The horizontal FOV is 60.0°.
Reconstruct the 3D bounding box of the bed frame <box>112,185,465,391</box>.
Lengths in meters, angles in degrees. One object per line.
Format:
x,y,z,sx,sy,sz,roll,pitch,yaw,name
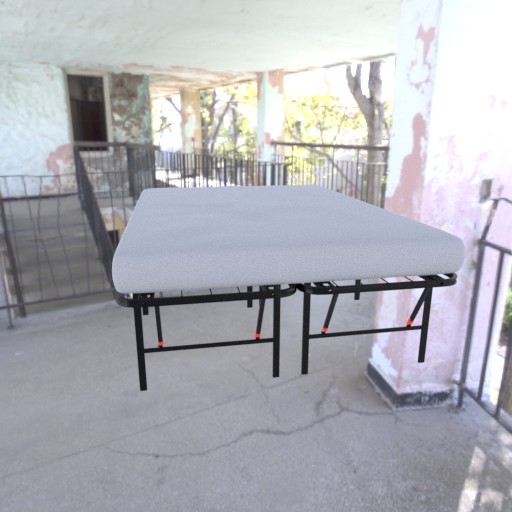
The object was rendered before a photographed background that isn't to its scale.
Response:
0.000,0.000,2.585,1.372,0.637,1.905,-3,16,-10,bed frame
